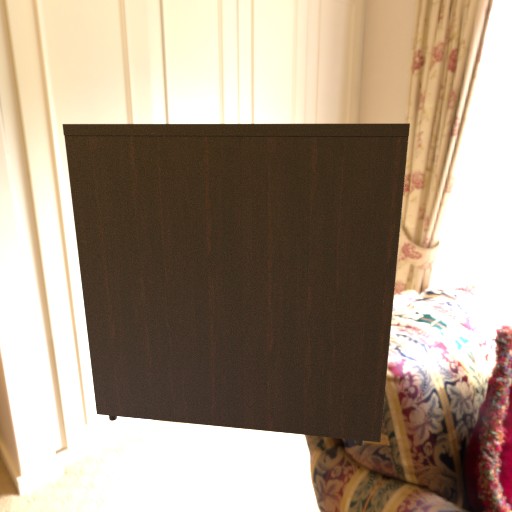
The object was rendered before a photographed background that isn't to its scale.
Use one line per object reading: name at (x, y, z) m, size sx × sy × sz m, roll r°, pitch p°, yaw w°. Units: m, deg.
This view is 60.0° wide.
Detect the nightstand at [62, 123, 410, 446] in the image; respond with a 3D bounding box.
nightstand at (0.000, 0.000, 0.810) m, size 0.461 × 0.460 × 0.400 m, roll 2°, pitch 16°, yaw 8°
